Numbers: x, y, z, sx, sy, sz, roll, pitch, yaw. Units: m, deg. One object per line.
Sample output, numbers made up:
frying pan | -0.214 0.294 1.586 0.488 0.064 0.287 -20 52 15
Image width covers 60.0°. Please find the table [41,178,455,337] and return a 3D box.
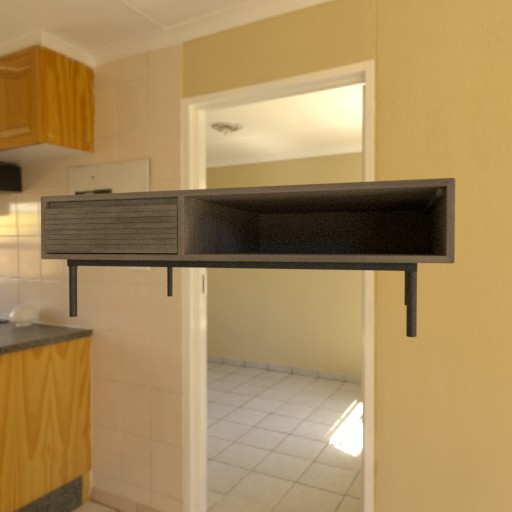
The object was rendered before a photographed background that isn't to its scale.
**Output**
table | 0.000 0.000 1.404 1.088 0.347 0.643 0 1 18
